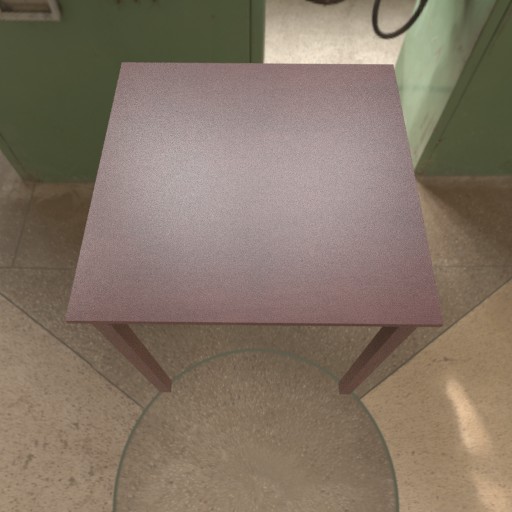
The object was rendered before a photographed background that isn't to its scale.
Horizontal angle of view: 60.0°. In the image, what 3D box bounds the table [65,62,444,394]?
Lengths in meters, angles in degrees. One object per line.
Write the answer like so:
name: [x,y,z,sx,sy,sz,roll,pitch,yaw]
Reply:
table: [0.000,0.000,1.645,0.861,0.991,0.861,1,62,0]
